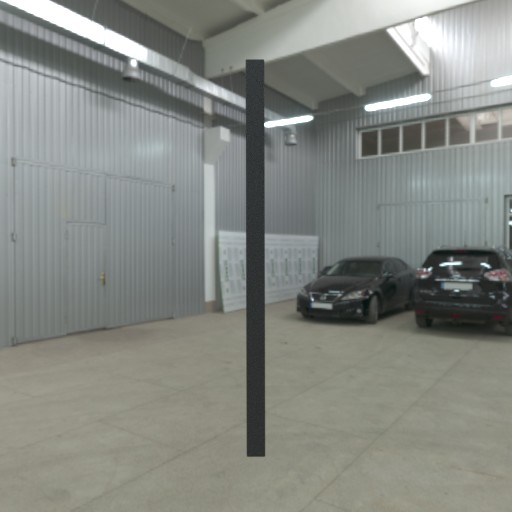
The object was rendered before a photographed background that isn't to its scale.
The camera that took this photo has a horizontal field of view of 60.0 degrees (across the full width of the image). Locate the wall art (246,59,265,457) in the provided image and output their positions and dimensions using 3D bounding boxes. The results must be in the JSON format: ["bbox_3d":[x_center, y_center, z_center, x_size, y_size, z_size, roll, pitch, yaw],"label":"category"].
[{"bbox_3d":[0.000,0.000,0.557,0.016,0.306,0.432,0,1,0],"label":"wall art"}]
